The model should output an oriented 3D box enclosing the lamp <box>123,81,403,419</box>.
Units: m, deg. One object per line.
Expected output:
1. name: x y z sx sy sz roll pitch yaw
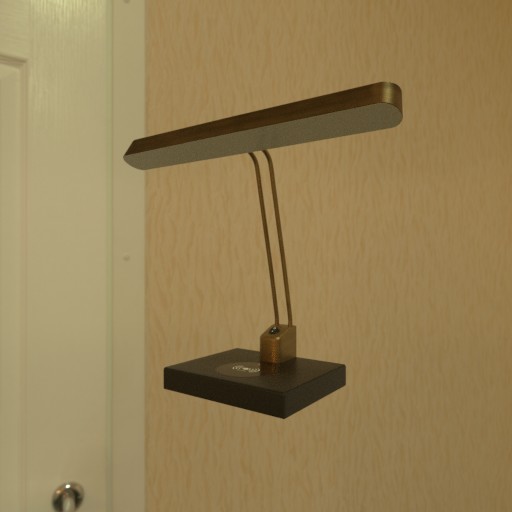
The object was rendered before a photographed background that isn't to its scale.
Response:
1. lamp: 0.000 0.000 0.585 0.412 0.345 0.156 0 0 36
